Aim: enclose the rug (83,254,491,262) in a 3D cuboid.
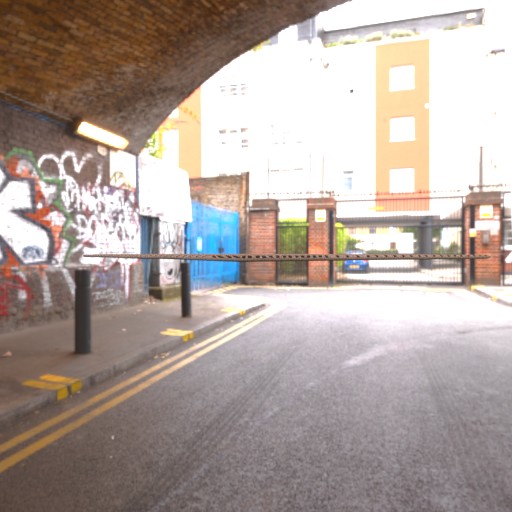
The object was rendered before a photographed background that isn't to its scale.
[{"bbox_3d":[0.000,0.000,3.205,1.829,0.028,2.449,0,0,-35],"label":"rug"}]
